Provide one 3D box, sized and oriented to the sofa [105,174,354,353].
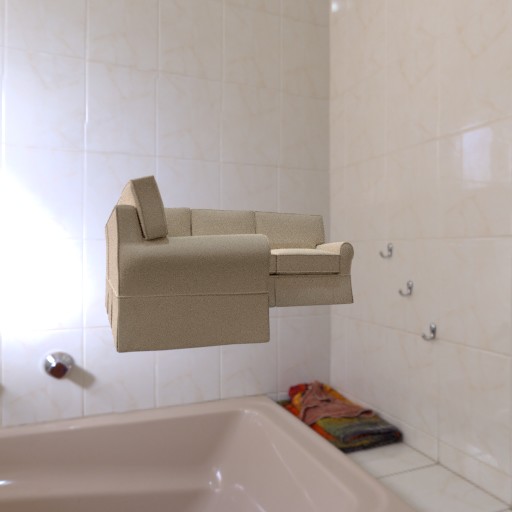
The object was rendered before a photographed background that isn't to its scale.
[{"bbox_3d":[0.000,0.000,4.096,2.597,1.070,2.591,0,1,-20],"label":"sofa"}]
